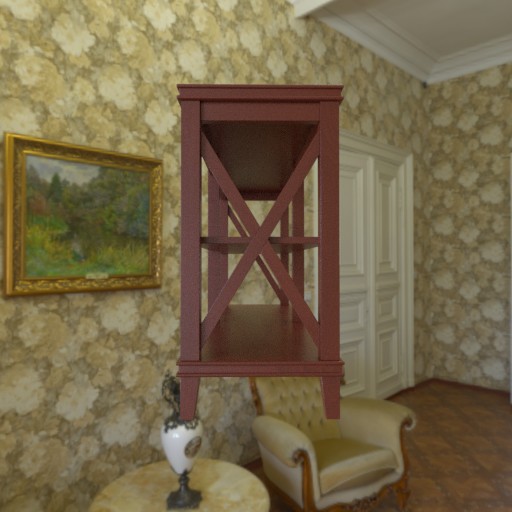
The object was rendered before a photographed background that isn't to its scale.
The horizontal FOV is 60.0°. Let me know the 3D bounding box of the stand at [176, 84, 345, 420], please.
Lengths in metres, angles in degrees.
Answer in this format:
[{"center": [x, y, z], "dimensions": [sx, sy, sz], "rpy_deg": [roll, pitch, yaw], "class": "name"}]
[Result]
[{"center": [0.000, 0.000, 1.686], "dimensions": [0.381, 0.762, 1.372], "rpy_deg": [0, -1, -1], "class": "stand"}]
